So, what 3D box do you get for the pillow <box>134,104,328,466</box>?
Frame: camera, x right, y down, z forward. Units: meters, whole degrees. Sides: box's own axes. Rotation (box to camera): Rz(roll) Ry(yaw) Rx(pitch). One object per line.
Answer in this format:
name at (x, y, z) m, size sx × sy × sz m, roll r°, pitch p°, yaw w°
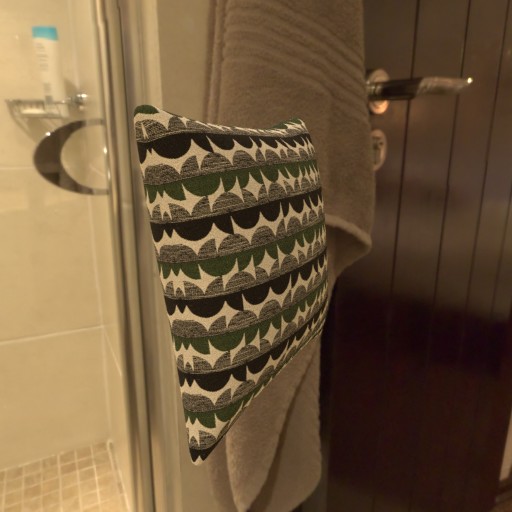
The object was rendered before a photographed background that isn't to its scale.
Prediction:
pillow at (0.000, 0.000, 0.652) m, size 0.180 × 0.404 × 0.419 m, roll 8°, pitch 17°, yaw 27°
